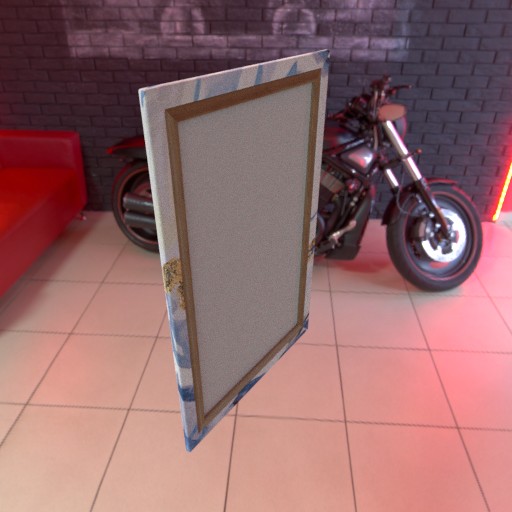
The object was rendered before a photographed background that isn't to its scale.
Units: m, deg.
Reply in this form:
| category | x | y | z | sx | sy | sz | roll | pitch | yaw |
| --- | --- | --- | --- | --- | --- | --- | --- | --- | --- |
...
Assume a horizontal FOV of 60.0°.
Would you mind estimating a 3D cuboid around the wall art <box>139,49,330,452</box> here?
| category | x | y | z | sx | sy | sz | roll | pitch | yaw |
| --- | --- | --- | --- | --- | --- | --- | --- | --- | --- |
| wall art | 0.000 | 0.000 | 1.141 | 0.016 | 0.914 | 0.610 | 21 | 37 | 30 |
